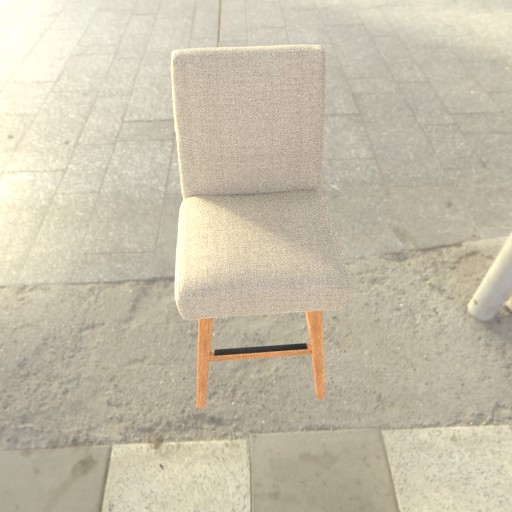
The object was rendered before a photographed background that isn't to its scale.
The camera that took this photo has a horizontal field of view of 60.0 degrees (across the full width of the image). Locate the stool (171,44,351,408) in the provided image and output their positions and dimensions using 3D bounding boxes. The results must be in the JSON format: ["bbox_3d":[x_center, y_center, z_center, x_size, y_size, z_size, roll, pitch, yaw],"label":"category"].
[{"bbox_3d":[0.000,0.000,1.421,0.483,1.106,0.569,-3,48,-3],"label":"stool"}]
